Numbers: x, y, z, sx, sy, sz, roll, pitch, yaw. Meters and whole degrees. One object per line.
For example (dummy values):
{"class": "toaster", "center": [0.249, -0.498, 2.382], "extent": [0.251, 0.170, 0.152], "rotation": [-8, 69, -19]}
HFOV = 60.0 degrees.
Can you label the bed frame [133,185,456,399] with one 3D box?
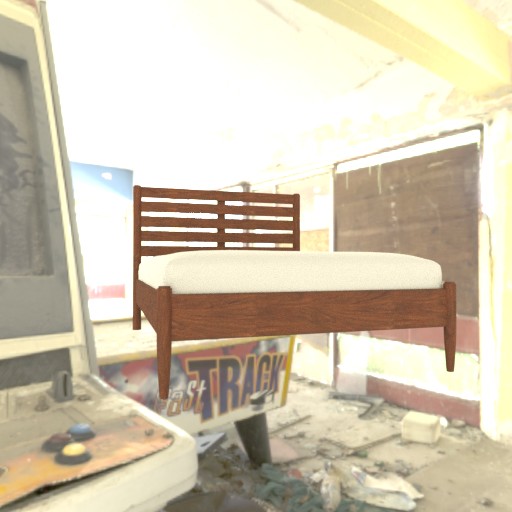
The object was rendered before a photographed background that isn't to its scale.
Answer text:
{"class": "bed frame", "center": [0.000, 0.000, 3.276], "extent": [1.655, 1.321, 2.234], "rotation": [0, -1, -18]}
